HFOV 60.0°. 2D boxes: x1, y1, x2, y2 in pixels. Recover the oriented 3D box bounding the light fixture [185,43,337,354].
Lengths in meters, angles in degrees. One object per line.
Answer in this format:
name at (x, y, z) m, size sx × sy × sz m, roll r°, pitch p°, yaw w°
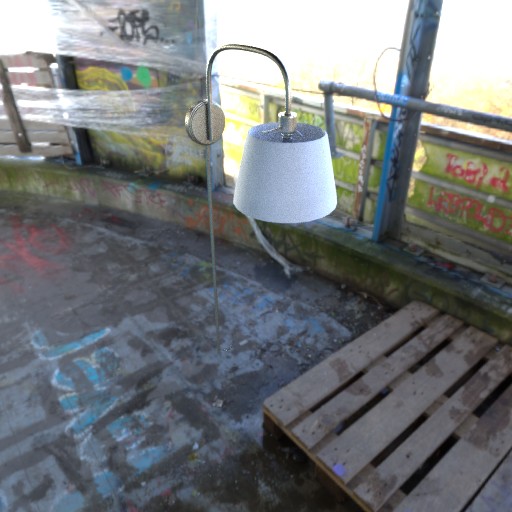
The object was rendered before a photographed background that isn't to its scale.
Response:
light fixture at (0.000, 0.000, 0.465) m, size 0.092 × 0.399 × 0.176 m, roll -22°, pitch 37°, yaw -32°
